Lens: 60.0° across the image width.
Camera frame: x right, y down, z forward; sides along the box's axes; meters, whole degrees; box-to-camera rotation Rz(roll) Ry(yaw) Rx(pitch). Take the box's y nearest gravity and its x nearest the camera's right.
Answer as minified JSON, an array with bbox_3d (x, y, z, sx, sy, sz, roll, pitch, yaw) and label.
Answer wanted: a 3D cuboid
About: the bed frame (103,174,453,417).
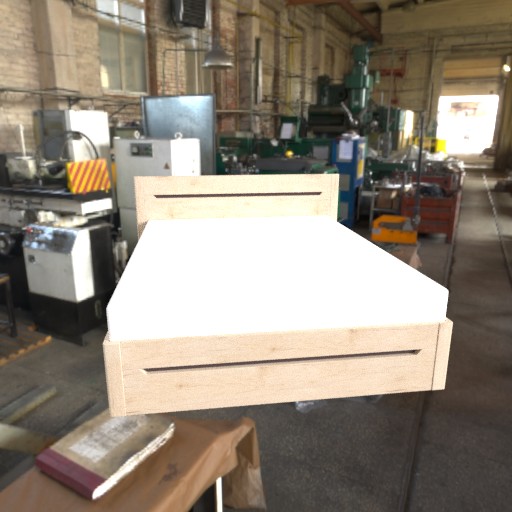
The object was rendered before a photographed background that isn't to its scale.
[{"bbox_3d":[0.000,0.000,3.014,1.800,0.900,2.080,-2,16,-8],"label":"bed frame"}]
